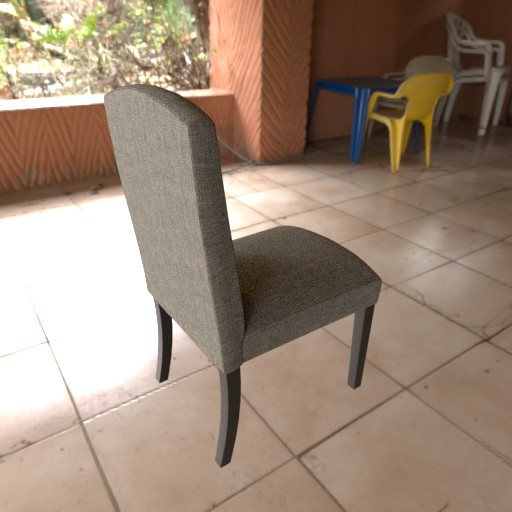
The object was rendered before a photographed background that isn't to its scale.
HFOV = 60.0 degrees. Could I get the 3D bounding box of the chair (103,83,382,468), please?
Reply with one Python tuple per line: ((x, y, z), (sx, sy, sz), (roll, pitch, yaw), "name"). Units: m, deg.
((0.000, 0.000, 1.222), (0.580, 0.917, 0.451), (-18, 32, -31), "chair")
